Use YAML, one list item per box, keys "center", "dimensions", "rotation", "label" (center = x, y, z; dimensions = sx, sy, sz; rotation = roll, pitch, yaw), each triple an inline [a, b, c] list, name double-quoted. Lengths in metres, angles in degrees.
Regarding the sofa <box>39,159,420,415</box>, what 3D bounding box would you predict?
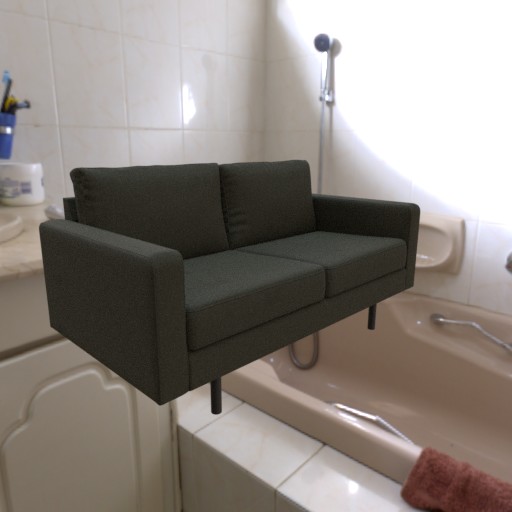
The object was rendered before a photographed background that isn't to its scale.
- center: [0.000, 0.000, 2.206]
  dimensions: [0.889, 0.897, 1.730]
  rotation: [14, 19, 43]
  label: "sofa"
